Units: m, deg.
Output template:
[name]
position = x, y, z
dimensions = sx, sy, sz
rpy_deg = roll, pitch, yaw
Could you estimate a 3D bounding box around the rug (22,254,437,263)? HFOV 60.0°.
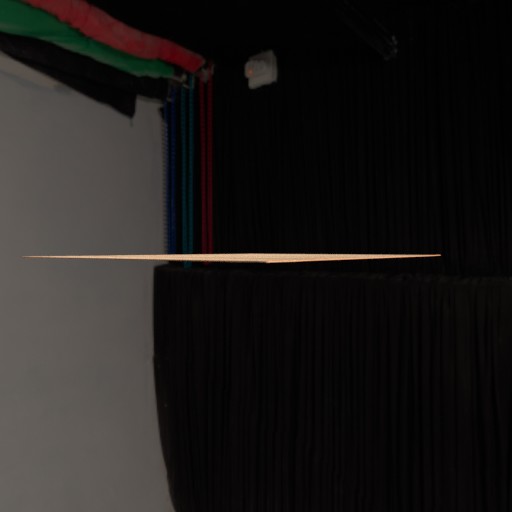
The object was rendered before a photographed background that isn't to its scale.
[rug]
position = 0.000, 0.000, 4.041
dimensions = 2.436, 0.011, 3.045
rpy_deg = 1, 1, 37
